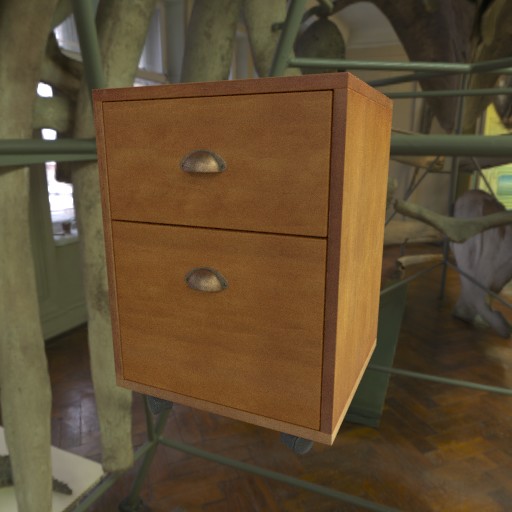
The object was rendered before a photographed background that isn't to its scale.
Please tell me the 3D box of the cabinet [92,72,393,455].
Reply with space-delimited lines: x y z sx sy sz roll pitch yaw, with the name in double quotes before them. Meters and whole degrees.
"cabinet" 0.000 0.000 0.844 0.409 0.579 0.401 6 15 24
